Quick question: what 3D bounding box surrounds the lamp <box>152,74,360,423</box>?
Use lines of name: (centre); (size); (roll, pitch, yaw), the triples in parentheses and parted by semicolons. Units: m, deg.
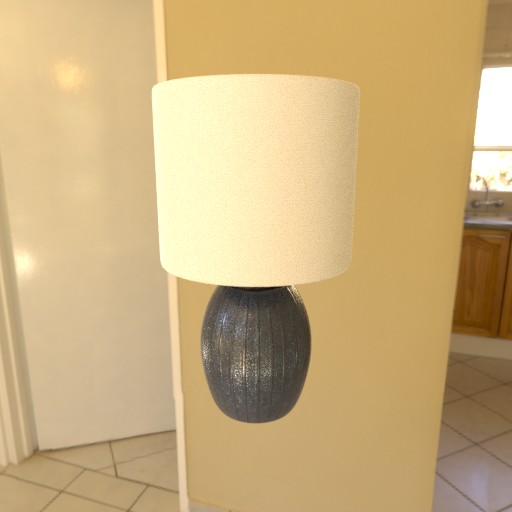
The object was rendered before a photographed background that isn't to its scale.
lamp: (0.000, 0.000, 0.779); (0.329, 0.570, 0.329); (2, 14, 10)
